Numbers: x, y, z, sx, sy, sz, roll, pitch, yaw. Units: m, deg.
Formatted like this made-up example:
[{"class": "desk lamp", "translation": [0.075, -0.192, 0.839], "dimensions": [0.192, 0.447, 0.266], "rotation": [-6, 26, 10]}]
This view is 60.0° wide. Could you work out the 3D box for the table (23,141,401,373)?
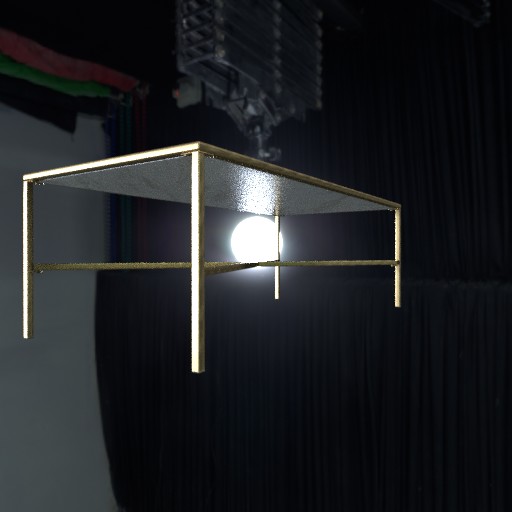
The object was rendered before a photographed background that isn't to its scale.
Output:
[{"class": "table", "translation": [0.000, 0.000, 1.427], "dimensions": [0.577, 0.405, 1.197], "rotation": [0, 0, 34]}]
